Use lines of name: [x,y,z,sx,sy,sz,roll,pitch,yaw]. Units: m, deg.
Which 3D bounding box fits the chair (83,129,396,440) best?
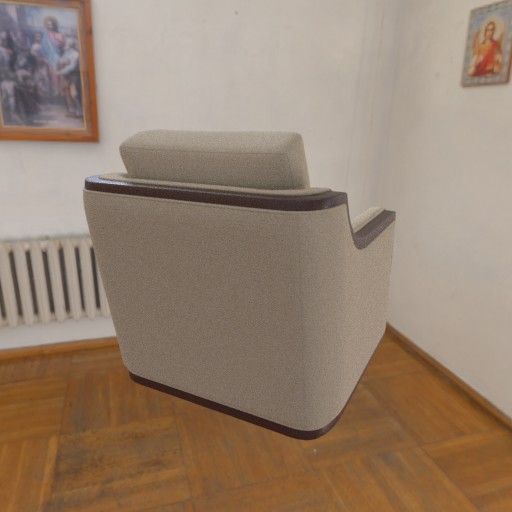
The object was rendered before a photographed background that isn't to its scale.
chair: [0.000,0.000,1.675,0.870,0.930,0.950,9,20,26]
